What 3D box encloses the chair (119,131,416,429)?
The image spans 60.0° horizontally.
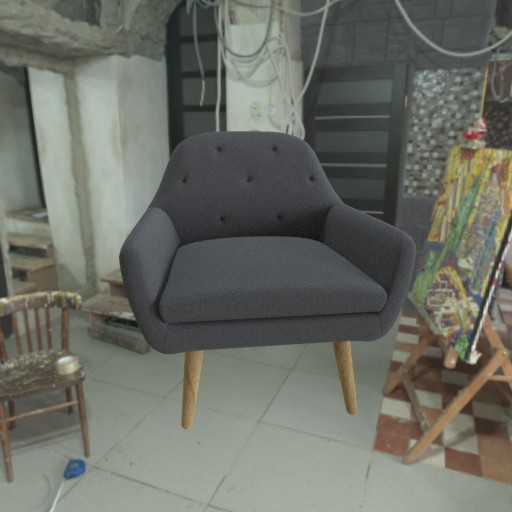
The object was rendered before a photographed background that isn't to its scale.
[{"bbox_3d":[0.000,0.000,1.472,0.770,0.800,0.779,-2,16,-8],"label":"chair"}]
